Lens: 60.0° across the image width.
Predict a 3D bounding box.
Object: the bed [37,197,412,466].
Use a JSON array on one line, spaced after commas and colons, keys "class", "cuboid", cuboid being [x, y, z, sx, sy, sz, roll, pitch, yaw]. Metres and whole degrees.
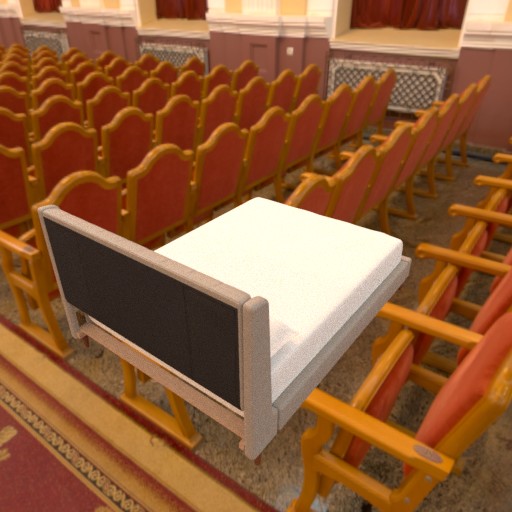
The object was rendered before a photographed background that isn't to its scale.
[{"class": "bed", "cuboid": [0.000, 0.000, 3.295, 1.656, 1.147, 2.232, 21, 37, 31]}]
